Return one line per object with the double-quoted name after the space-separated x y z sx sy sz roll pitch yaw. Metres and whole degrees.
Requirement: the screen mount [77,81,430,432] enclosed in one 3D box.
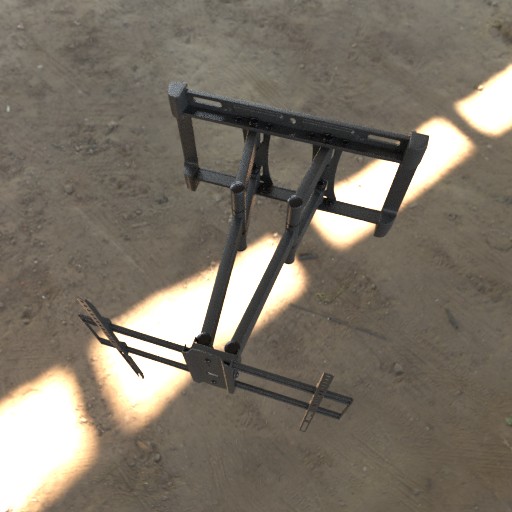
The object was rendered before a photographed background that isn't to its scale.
0.000 0.000 0.957 0.571 0.424 0.556 15 60 9 "screen mount"
